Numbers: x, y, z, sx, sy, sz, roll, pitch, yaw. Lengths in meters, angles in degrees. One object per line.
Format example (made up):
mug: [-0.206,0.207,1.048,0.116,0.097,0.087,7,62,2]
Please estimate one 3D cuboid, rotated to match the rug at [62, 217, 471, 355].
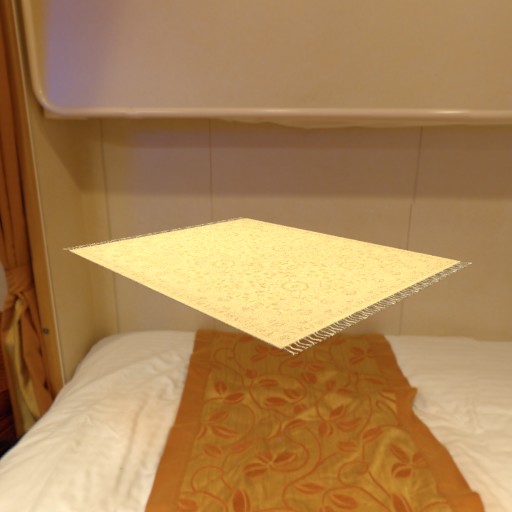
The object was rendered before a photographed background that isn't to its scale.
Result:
rug: [0.000,0.000,4.179,2.444,0.013,3.043,-15,22,-42]
